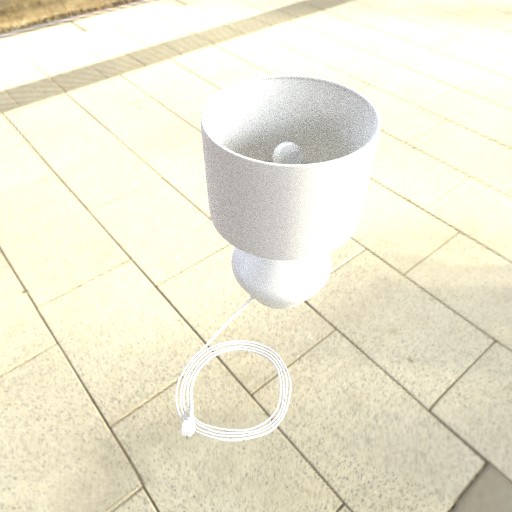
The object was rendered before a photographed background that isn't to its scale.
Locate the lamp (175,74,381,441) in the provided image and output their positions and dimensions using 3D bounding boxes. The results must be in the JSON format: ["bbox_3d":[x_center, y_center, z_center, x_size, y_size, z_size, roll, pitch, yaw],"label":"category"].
[{"bbox_3d":[0.000,0.000,0.840,0.546,0.457,0.401,-33,55,-27],"label":"lamp"}]
